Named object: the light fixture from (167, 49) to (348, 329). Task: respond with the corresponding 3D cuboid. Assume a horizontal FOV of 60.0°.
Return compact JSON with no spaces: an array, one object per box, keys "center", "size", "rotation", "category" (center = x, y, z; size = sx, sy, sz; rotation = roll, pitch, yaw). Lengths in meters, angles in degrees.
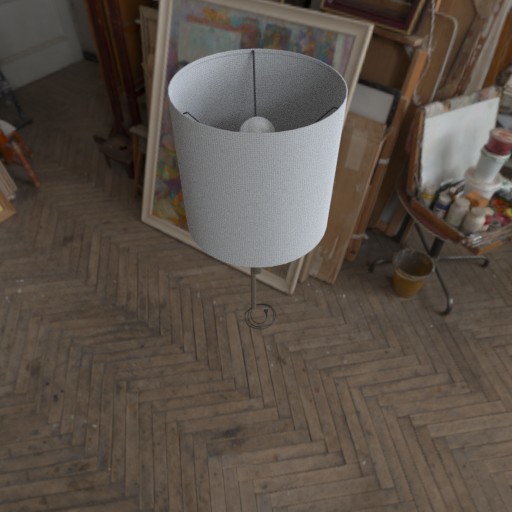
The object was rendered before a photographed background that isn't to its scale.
[{"center":[0.000,0.000,0.701],"size":[0.188,0.589,0.248],"rotation":[-2,47,-2],"category":"light fixture"}]
